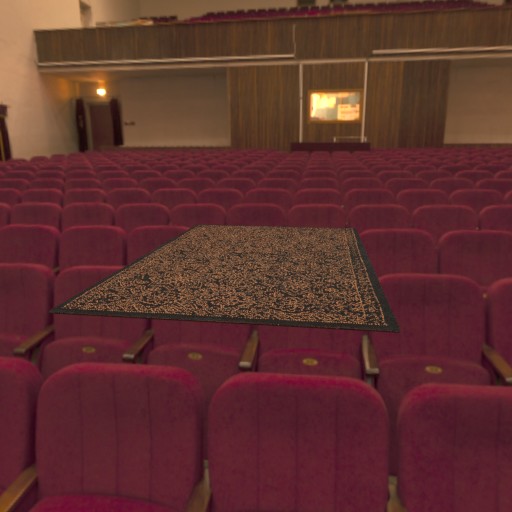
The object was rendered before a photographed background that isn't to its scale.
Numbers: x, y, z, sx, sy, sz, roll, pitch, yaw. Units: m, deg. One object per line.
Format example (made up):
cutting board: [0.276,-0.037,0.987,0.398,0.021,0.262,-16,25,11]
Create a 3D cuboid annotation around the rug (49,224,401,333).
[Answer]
rug: [0.000,0.000,3.054,1.526,0.015,2.441,2,13,8]
